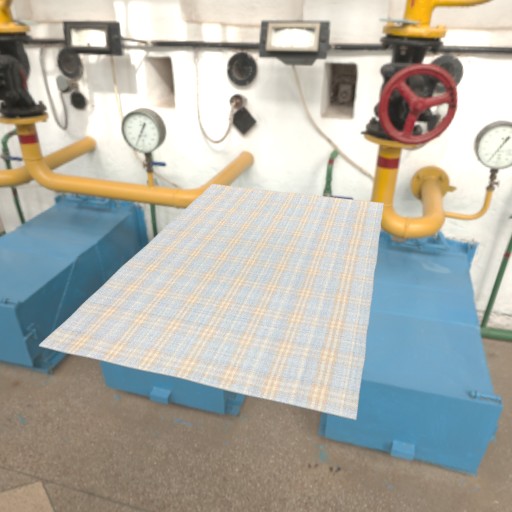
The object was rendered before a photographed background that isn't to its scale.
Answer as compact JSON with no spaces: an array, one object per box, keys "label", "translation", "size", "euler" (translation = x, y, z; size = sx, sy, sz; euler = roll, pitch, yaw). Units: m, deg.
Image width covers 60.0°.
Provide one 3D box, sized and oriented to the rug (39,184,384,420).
[{"label":"rug","translation":[0.000,0.000,2.333],"size":[1.231,0.012,1.835],"euler":[9,31,14]}]
